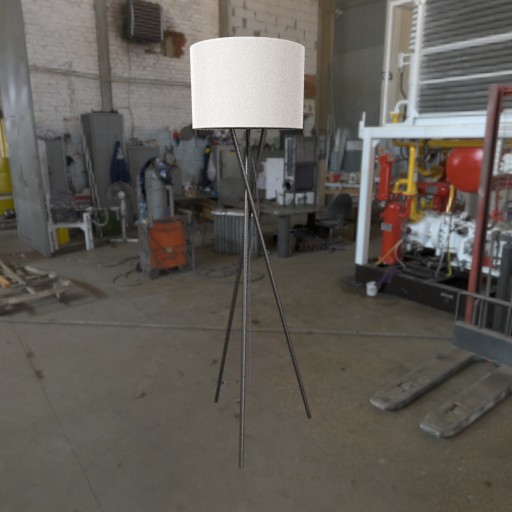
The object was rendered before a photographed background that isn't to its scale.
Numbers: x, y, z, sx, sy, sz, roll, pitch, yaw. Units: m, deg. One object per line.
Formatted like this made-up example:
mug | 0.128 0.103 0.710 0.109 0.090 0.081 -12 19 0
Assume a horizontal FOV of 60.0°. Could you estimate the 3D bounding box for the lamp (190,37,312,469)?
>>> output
lamp | 0.000 0.000 1.909 0.522 1.624 0.667 2 15 8
